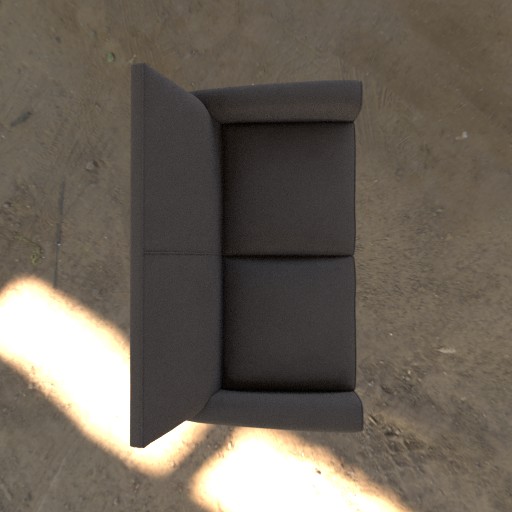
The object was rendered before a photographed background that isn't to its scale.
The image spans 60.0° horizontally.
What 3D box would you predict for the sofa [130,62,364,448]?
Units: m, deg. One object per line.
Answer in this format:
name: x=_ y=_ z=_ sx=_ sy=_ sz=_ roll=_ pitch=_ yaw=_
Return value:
sofa: x=0.000 y=0.000 z=1.951 sx=0.871 sy=0.846 sz=1.420 roll=0 pitch=89 yaw=1
